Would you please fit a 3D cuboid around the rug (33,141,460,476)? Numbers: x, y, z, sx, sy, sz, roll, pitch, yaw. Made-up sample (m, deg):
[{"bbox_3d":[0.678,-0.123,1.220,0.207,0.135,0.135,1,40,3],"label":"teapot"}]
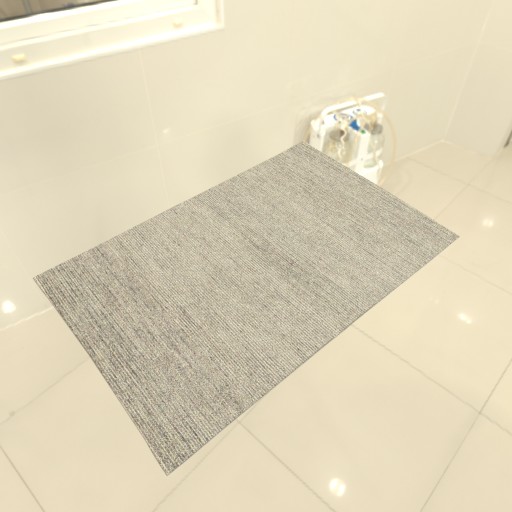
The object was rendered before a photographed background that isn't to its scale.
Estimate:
[{"bbox_3d":[0.000,0.000,2.203,1.804,0.022,1.162,-32,55,-26],"label":"rug"}]
